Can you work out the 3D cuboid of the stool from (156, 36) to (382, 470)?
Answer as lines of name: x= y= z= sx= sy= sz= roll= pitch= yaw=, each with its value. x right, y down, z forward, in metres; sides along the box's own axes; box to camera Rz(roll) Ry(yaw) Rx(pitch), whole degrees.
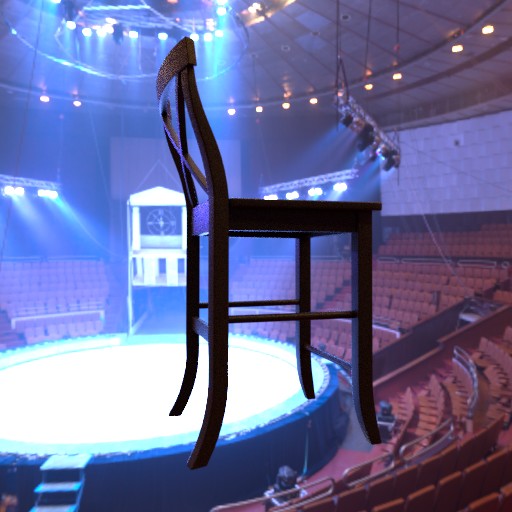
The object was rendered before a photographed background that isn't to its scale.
stool: x=0.000 y=0.000 z=1.279 sx=0.559 sy=0.989 sz=0.452 roll=0 pitch=0 yaw=-18
